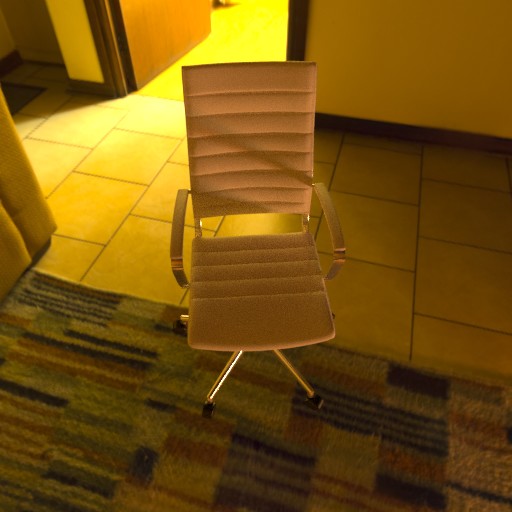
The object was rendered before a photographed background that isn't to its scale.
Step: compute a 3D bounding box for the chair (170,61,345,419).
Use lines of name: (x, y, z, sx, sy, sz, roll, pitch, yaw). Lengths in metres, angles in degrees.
chair: (0.000, 0.000, 1.632, 0.766, 1.149, 0.739, -3, 47, -3)
